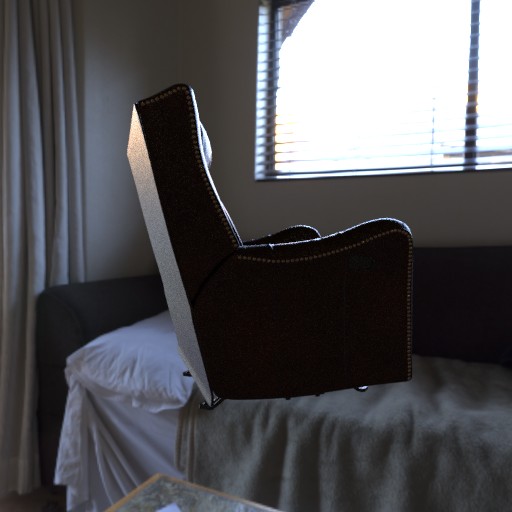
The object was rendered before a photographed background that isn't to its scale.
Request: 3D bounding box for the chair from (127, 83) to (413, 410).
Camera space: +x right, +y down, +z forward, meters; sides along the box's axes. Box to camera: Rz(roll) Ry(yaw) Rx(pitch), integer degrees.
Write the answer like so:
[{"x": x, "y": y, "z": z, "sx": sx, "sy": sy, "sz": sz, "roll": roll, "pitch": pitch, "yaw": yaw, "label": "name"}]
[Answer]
[{"x": 0.000, "y": 0.000, "z": 1.856, "sx": 1.008, "sy": 1.084, "sz": 0.869, "roll": -1, "pitch": 2, "yaw": -18, "label": "chair"}]
